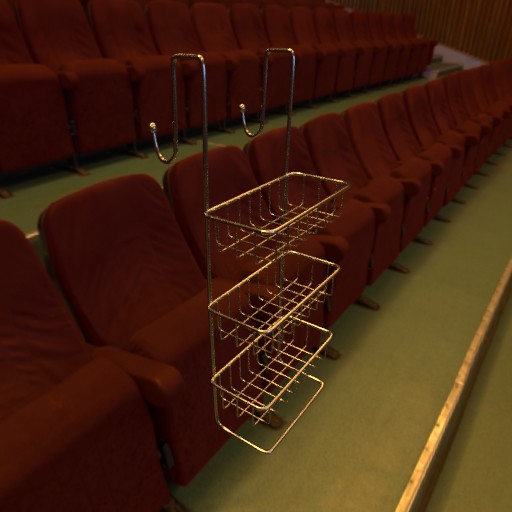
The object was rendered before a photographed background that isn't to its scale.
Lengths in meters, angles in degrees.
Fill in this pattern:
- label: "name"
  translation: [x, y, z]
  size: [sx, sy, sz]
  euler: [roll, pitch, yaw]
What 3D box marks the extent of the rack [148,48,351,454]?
- label: "rack"
  translation: [0.000, 0.000, 0.684]
  size: [0.202, 0.574, 0.228]
  euler: [18, 32, 31]
